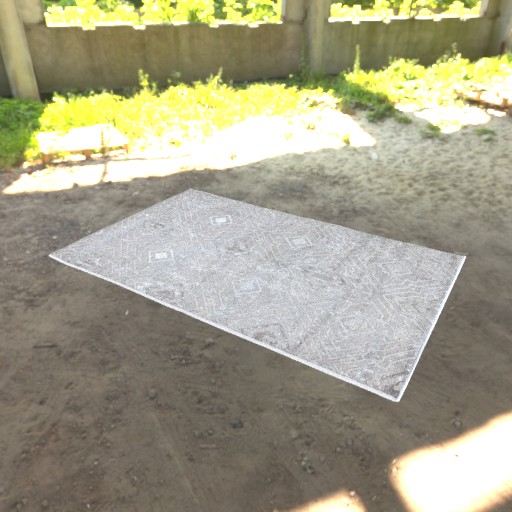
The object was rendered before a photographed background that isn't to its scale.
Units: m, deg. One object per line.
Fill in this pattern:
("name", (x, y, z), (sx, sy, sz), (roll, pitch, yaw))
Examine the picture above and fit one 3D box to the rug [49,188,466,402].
("rug", (0.000, 0.000, 3.056), (2.447, 0.036, 1.537), (17, 33, 28))
